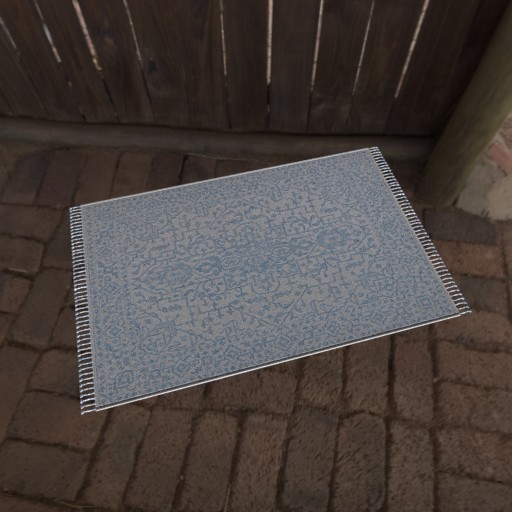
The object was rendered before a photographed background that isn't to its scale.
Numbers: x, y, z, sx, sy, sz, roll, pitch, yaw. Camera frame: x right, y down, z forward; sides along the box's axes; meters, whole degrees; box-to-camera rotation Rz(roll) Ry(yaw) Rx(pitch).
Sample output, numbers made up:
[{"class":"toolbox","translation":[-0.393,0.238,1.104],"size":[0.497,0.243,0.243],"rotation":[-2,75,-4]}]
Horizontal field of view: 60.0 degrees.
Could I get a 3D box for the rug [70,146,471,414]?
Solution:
[{"class":"rug","translation":[0.000,0.000,3.044],"size":[2.438,0.010,1.524],"rotation":[-13,59,-8]}]
